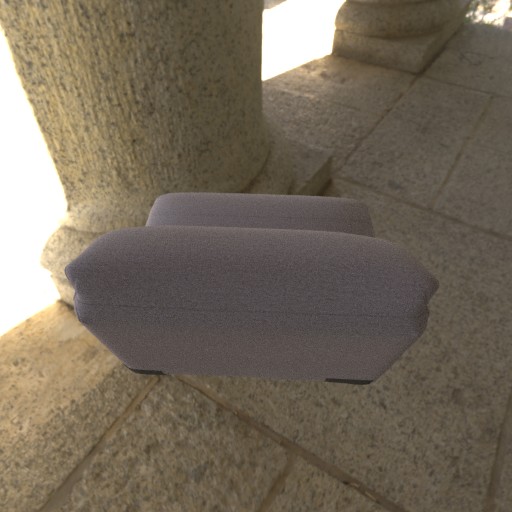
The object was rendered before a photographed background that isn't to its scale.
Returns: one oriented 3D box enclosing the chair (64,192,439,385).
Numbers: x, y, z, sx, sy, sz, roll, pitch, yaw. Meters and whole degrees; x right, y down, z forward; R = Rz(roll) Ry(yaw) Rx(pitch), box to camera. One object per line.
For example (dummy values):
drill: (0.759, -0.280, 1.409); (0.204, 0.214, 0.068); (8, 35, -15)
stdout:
chair: (0.000, 0.000, 1.353); (0.820, 0.580, 0.780); (2, 46, 2)
